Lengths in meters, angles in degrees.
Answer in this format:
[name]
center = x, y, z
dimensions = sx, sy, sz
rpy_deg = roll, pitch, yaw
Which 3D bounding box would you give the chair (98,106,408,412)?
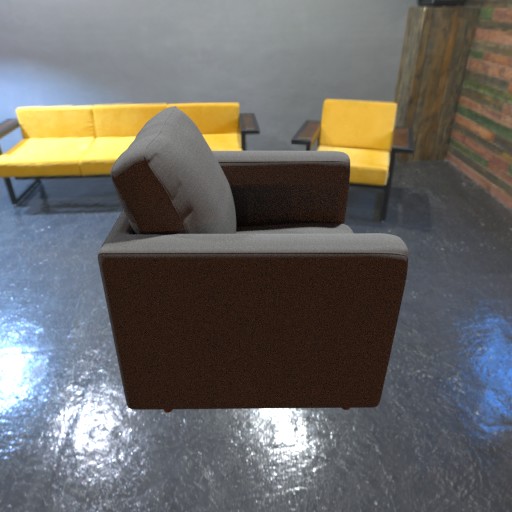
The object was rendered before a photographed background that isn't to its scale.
[chair]
center = 0.000, 0.000, 1.547
dimensions = 0.800, 0.927, 0.854
rpy_deg = -1, 30, -1
